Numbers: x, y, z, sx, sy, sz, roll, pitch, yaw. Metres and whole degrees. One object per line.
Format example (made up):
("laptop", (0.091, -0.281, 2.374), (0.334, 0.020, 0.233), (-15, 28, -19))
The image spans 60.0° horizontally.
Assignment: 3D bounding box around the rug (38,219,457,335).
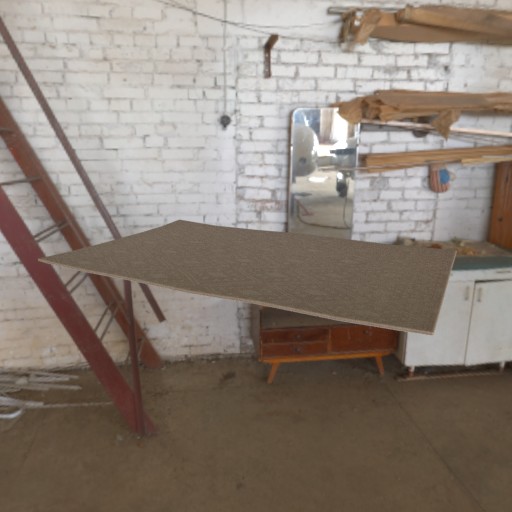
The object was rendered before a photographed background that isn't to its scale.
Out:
("rug", (0.000, 0.000, 3.028), (2.430, 0.053, 1.553), (8, 17, 26))
